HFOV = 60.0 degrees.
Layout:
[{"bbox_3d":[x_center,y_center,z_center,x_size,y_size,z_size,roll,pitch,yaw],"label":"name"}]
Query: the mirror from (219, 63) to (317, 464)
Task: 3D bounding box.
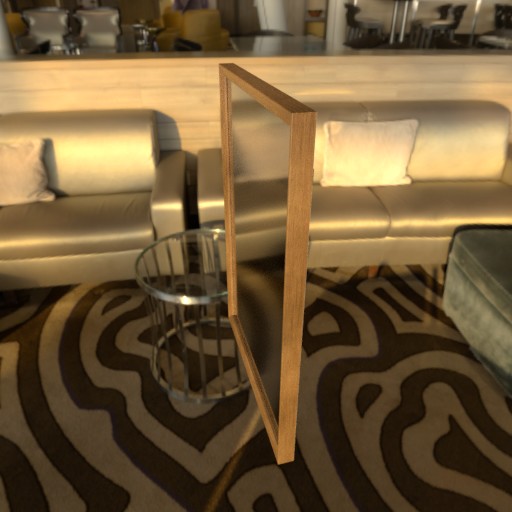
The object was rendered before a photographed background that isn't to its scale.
[{"bbox_3d":[0.000,0.000,0.956,0.039,0.711,0.508,-8,31,-13],"label":"mirror"}]
